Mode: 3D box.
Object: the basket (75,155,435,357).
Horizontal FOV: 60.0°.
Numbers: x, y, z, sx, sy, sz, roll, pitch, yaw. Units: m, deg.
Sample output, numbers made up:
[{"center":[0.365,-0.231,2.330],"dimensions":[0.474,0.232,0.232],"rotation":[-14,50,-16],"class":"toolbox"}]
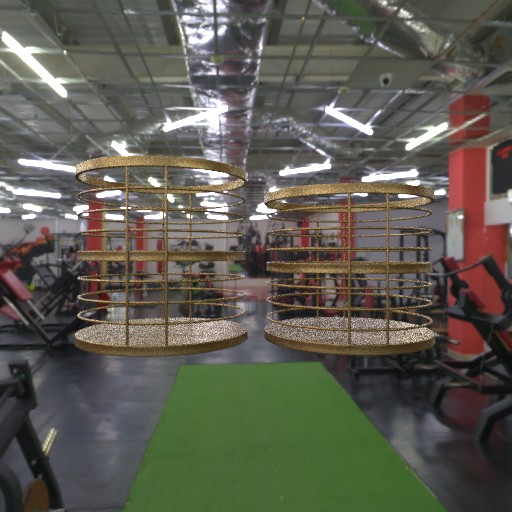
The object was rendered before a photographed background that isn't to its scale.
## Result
[{"center":[0.000,0.000,0.952],"dimensions":[0.746,0.351,0.356],"rotation":[0,0,-1],"class":"basket"}]
